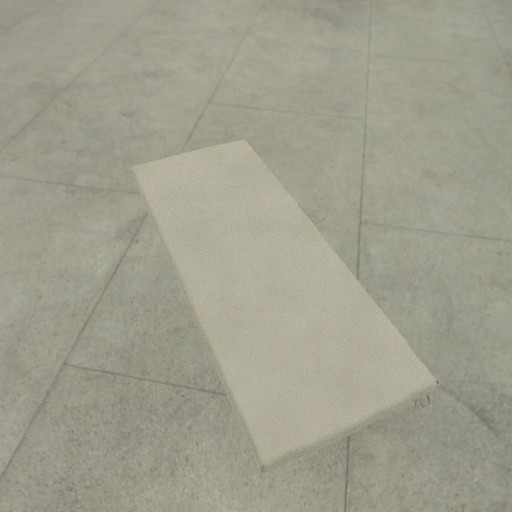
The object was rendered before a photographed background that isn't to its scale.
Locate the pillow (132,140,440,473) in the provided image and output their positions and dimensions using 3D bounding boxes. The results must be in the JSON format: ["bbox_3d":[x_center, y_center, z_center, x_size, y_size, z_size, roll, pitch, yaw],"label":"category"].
[{"bbox_3d":[0.000,0.000,1.343,0.492,0.081,1.187,-18,49,-16],"label":"pillow"}]
